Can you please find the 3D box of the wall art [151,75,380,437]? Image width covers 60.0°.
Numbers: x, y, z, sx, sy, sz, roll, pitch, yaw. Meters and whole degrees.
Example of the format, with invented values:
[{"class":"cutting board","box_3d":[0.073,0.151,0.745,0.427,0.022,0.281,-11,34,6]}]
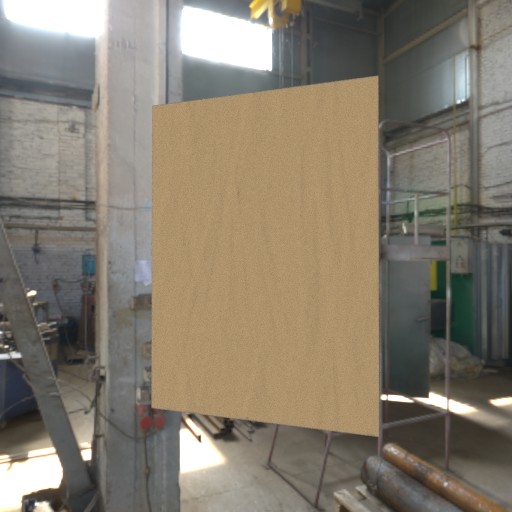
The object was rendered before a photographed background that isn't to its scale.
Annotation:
[{"class":"wall art","box_3d":[0.000,0.000,1.510,0.810,1.116,0.016,0,-1,19]}]
